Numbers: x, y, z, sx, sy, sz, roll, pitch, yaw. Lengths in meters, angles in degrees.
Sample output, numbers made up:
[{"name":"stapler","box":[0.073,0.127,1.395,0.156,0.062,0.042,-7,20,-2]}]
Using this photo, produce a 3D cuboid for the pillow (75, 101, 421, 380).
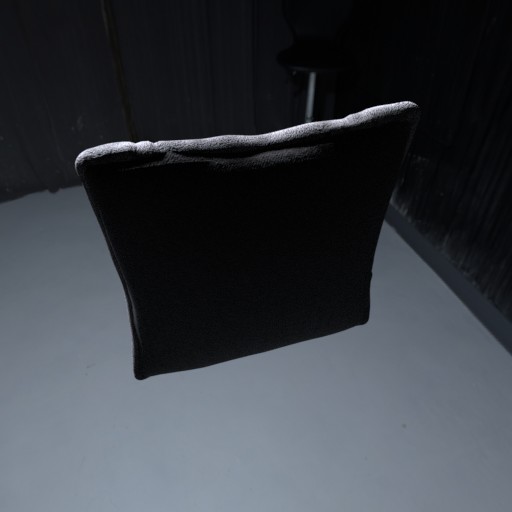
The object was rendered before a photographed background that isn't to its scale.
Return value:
[{"name":"pillow","box":[0.000,0.000,0.802,0.522,0.520,0.204,-11,43,-13]}]
